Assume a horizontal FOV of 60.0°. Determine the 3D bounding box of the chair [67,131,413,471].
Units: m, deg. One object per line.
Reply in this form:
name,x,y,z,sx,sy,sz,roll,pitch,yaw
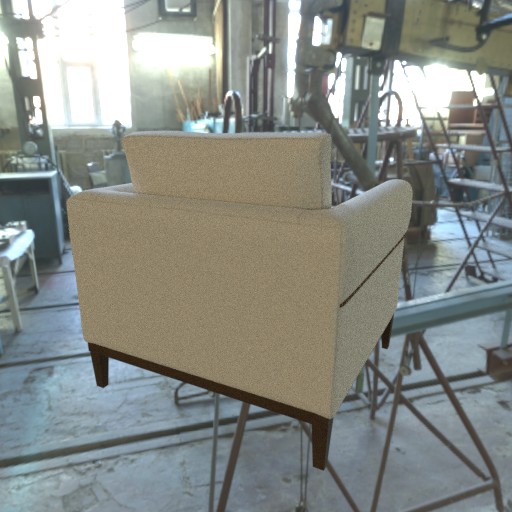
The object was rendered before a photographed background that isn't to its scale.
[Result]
chair,0.000,0.000,1.677,0.982,0.915,0.896,9,19,27
